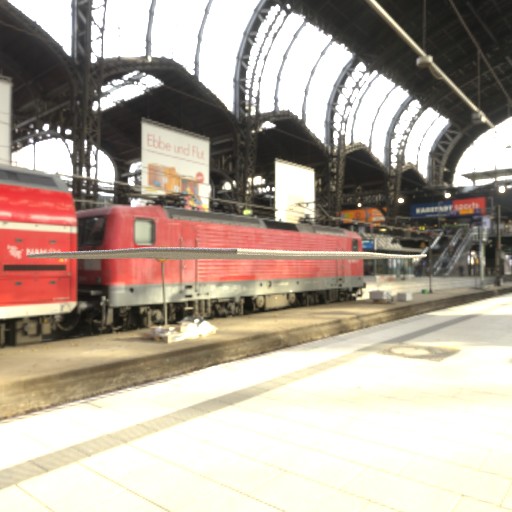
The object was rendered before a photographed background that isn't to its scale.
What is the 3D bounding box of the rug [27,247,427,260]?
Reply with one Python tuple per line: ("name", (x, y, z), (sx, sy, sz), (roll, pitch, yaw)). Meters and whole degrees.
("rug", (0.000, 0.000, 2.372), (1.252, 0.034, 1.829), (-1, -1, 37))
